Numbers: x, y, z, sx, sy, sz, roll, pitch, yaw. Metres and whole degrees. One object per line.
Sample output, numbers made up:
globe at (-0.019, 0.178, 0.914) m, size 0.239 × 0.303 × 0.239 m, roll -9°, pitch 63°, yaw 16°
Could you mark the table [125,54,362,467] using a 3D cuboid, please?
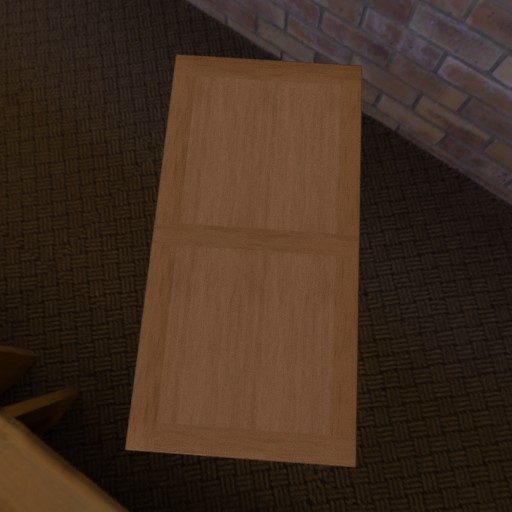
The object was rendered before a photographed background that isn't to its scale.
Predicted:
table at (0.000, 0.000, 2.508) m, size 1.000 × 0.762 × 1.982 m, roll 4°, pitch 77°, yaw 1°
